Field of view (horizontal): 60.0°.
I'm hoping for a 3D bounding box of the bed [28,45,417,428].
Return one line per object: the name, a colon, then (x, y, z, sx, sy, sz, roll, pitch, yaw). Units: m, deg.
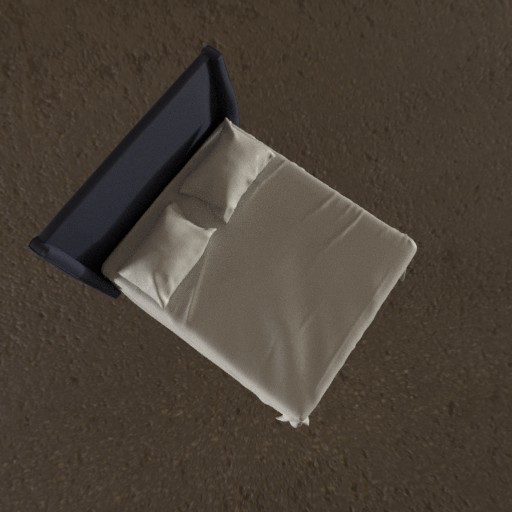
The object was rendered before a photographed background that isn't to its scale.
bed: (0.000, 0.000, 3.482, 2.276, 1.332, 1.925, 35, 78, 9)
